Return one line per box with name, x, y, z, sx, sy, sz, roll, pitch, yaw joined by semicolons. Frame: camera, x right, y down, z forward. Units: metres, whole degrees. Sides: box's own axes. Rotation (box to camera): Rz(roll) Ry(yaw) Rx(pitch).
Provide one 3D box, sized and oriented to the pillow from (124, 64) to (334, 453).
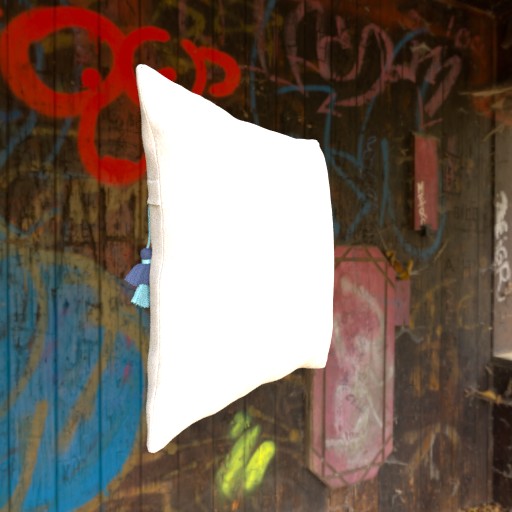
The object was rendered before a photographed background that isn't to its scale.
pillow;0.000;0.000;0.671;0.173;0.436;0.433;1;1;35
